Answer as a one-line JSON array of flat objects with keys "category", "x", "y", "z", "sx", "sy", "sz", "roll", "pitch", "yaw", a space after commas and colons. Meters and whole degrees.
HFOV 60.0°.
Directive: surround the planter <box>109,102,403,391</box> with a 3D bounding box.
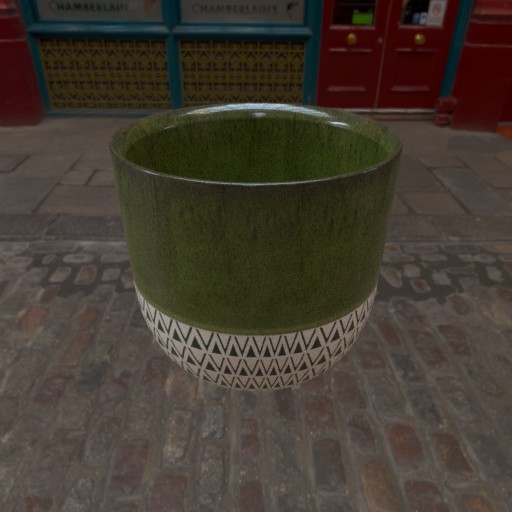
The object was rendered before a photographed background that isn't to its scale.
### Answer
[{"category": "planter", "x": 0.000, "y": 0.000, "z": 0.484, "sx": 0.266, "sy": 0.270, "sz": 0.266, "roll": 0, "pitch": 31, "yaw": 0}]
